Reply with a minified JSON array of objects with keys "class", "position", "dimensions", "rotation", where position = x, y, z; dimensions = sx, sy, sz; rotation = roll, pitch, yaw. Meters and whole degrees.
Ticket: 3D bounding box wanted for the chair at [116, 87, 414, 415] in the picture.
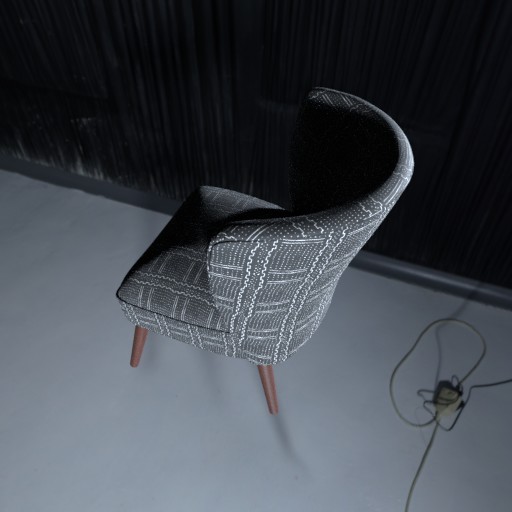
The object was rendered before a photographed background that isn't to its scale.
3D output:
[{"class":"chair","position":[0.000,0.000,1.392],"dimensions":[0.758,0.866,0.710],"rotation":[16,48,14]}]
